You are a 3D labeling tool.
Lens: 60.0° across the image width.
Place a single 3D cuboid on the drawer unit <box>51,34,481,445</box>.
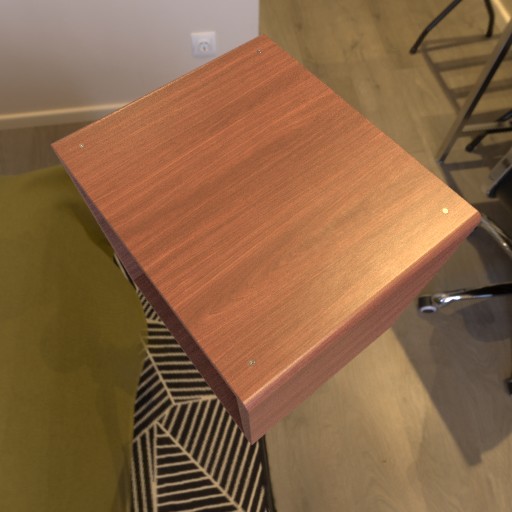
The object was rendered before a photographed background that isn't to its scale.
[{"bbox_3d":[0.000,0.000,0.608,0.290,0.351,0.349,-35,68,-16],"label":"drawer unit"}]
